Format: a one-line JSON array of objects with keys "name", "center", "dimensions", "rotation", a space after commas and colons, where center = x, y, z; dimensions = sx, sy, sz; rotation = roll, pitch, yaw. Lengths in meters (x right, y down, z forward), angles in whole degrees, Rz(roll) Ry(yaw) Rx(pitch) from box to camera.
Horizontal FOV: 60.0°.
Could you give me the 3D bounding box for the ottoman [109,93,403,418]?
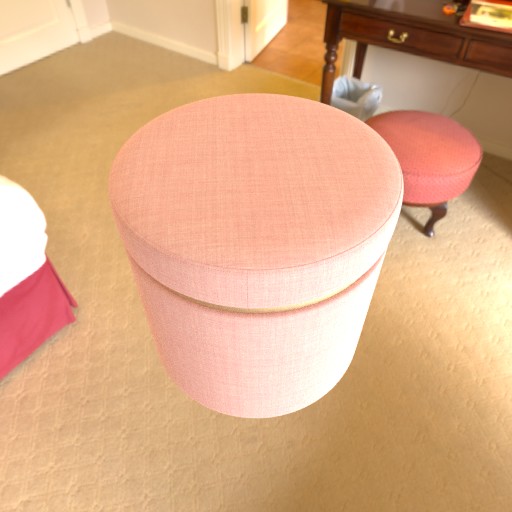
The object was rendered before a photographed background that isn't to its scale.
[{"name": "ottoman", "center": [0.000, 0.000, 0.742], "dimensions": [0.400, 0.406, 0.400], "rotation": [0, 47, 0]}]
